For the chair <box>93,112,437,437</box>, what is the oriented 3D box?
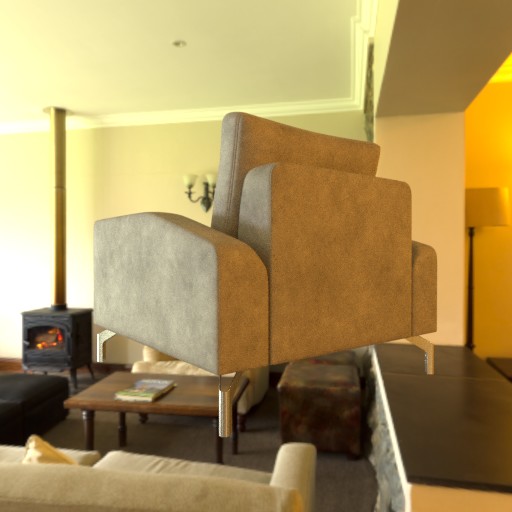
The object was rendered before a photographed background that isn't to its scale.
[{"bbox_3d":[0.000,0.000,1.599,0.900,0.800,0.900,0,1,-37],"label":"chair"}]
